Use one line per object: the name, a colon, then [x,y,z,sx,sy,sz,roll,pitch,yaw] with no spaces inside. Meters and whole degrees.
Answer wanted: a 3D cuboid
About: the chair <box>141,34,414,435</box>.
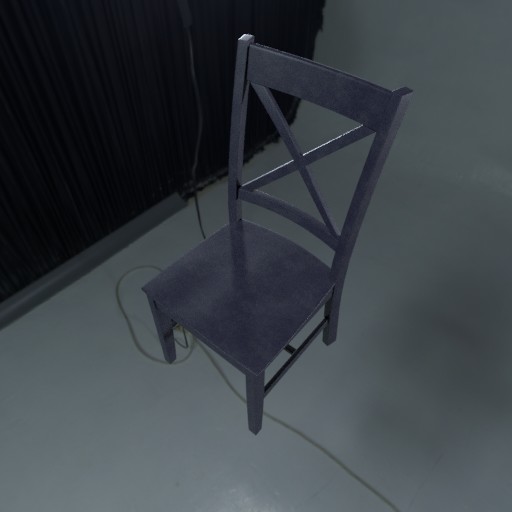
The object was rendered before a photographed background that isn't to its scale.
chair: [0.000,0.000,1.300,0.485,0.983,0.542,31,55,25]
